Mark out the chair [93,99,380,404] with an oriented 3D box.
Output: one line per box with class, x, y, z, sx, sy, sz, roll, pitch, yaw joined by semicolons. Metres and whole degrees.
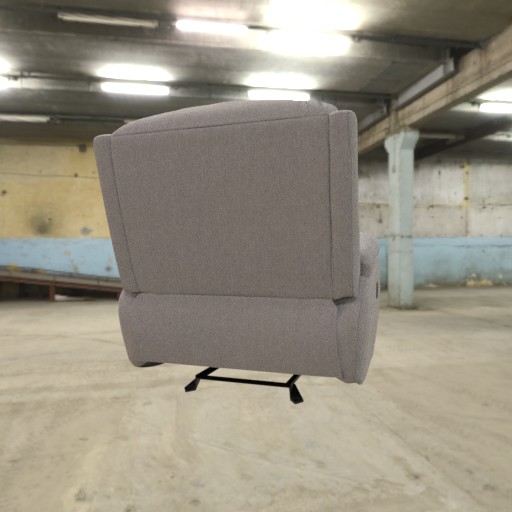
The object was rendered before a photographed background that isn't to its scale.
chair;0.000;0.000;1.768;0.930;1.011;0.899;0;0;18
